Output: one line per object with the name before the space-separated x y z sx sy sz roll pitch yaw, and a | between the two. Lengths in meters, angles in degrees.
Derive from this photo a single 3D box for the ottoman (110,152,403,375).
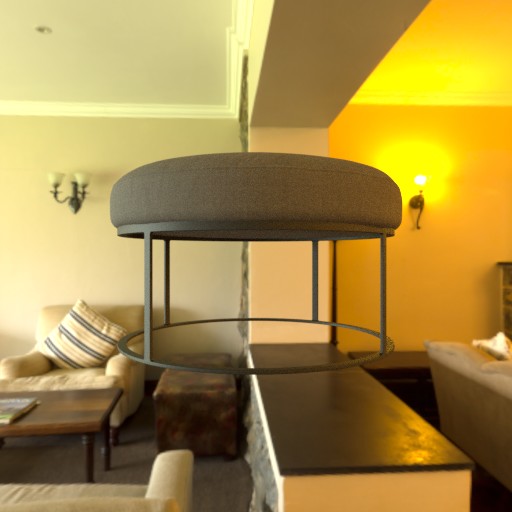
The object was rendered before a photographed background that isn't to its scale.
ottoman | 0.000 0.000 1.224 0.772 0.460 0.772 0 0 0
